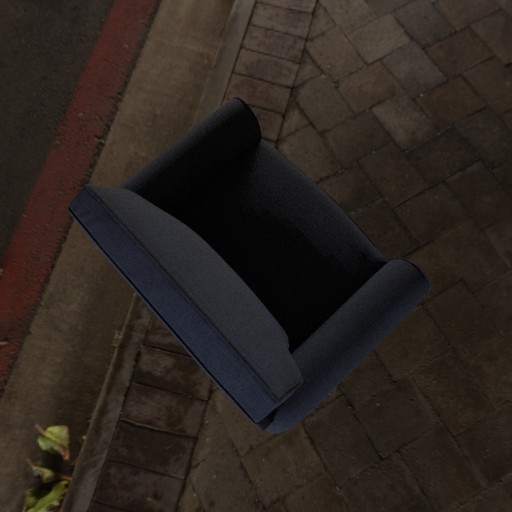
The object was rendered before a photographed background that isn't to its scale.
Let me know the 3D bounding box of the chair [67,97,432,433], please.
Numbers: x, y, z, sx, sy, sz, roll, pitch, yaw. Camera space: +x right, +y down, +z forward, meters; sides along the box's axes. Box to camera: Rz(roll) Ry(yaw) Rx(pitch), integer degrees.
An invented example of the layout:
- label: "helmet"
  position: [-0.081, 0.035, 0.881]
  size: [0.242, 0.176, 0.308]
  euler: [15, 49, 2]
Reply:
- label: "chair"
  position: [0.000, 0.000, 2.034]
  size: [0.963, 1.044, 1.285]
  euler: [-42, 79, -10]
